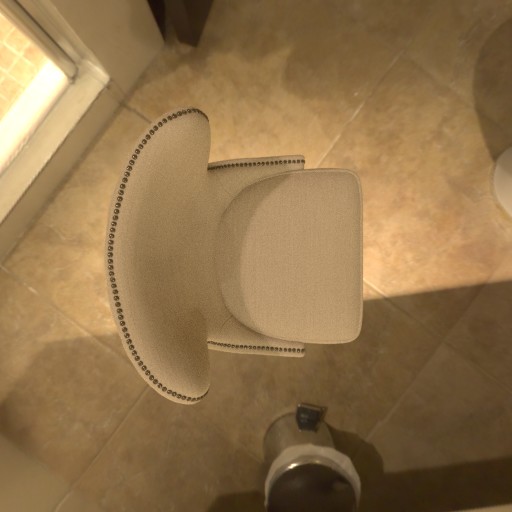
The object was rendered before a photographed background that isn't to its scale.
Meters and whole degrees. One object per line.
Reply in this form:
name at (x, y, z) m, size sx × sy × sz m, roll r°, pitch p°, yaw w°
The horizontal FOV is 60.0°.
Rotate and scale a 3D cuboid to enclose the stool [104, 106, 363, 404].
stool at (0.000, 0.000, 1.341) m, size 0.597 × 0.972 × 0.615 m, roll 0°, pitch 90°, yaw 1°
